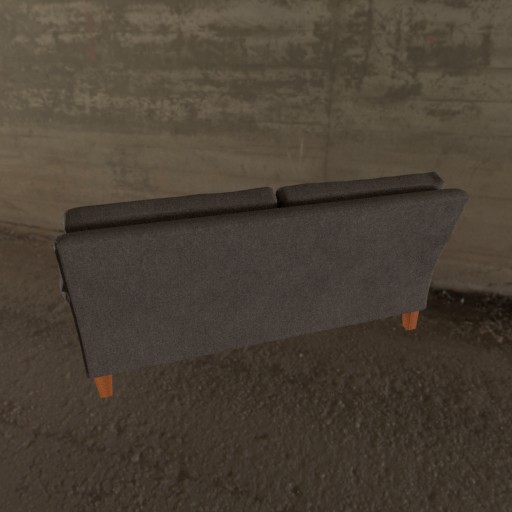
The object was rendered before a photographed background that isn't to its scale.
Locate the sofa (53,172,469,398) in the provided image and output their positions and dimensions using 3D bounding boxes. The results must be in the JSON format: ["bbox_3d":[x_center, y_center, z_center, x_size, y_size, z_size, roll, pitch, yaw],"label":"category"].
[{"bbox_3d":[0.000,0.000,2.742,2.160,1.054,1.087,-8,27,-17],"label":"sofa"}]
